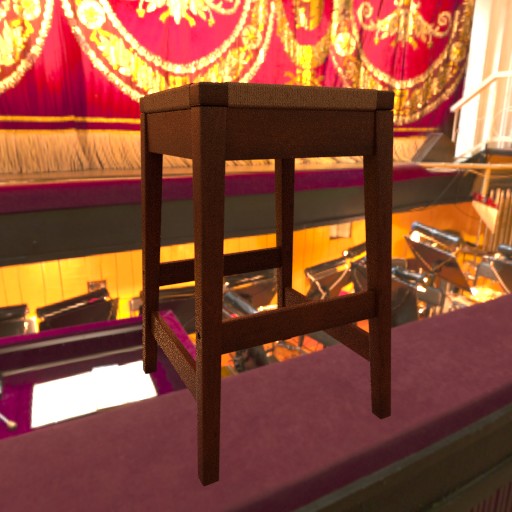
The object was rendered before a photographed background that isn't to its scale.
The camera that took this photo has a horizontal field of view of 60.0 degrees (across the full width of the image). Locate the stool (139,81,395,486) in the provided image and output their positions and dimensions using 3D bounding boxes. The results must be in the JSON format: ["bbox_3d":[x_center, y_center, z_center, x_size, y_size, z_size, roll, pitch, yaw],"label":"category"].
[{"bbox_3d":[0.000,0.000,1.103,0.497,0.762,0.507,-8,18,-26],"label":"stool"}]
